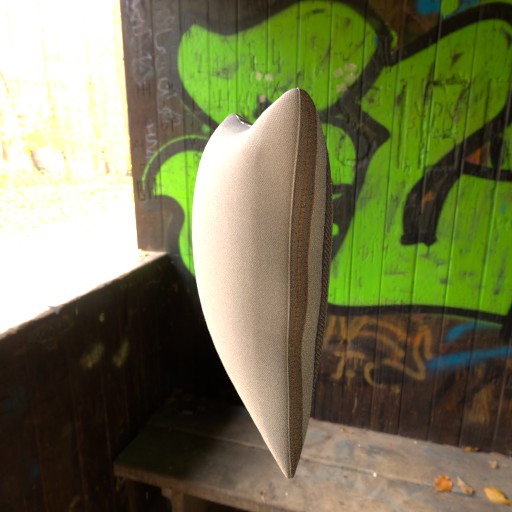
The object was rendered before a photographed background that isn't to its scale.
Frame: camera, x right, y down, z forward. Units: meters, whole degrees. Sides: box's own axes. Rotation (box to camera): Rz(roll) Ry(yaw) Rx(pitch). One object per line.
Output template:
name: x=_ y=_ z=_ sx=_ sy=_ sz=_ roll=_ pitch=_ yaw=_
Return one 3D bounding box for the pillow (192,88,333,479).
pillow: x=0.000 y=0.000 z=0.618 sx=0.173 sy=0.401 sz=0.416 roll=-3 pitch=15 yaw=-10
